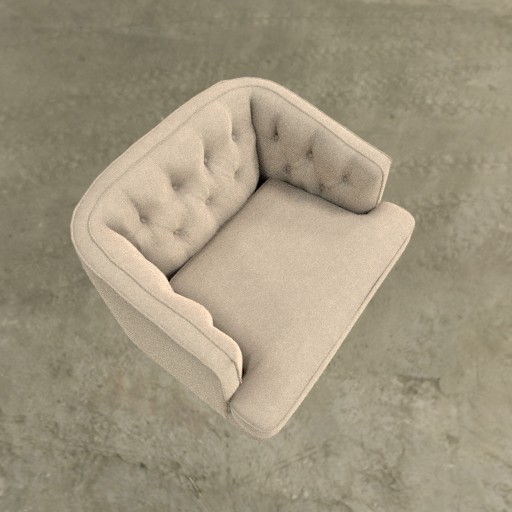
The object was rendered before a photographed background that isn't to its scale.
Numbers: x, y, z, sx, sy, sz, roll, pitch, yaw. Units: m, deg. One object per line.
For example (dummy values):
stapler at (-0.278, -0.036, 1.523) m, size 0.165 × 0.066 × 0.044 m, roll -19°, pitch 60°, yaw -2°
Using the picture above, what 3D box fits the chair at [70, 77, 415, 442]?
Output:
chair at (0.000, 0.000, 1.800) m, size 0.941 × 0.852 × 1.104 m, roll 32°, pitch 63°, yaw 18°
